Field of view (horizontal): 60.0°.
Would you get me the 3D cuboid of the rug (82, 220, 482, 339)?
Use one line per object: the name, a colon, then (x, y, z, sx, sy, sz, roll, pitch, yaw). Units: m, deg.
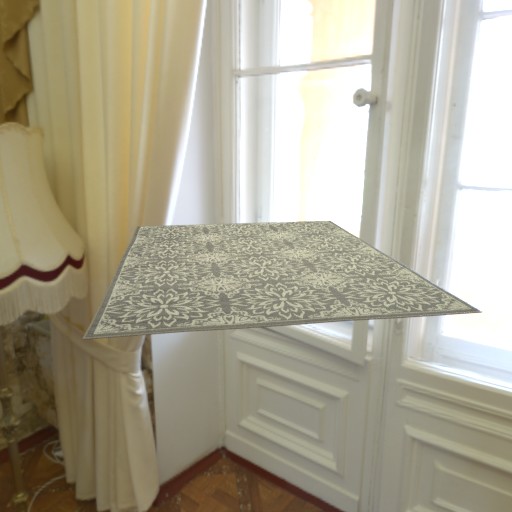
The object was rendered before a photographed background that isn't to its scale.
rug: (0.000, 0.000, 3.973, 2.363, 0.012, 2.980, -2, 16, -9)
